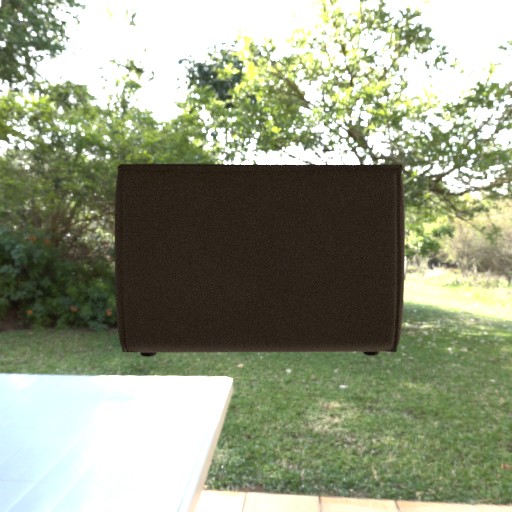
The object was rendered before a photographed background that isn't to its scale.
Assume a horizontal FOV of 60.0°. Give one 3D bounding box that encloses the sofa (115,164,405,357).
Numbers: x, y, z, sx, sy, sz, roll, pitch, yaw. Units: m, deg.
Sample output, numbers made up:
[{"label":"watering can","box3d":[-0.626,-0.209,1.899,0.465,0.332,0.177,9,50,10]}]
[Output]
[{"label":"sofa","box3d":[0.000,0.000,2.482,1.038,0.680,1.995,0,1,-1]}]
